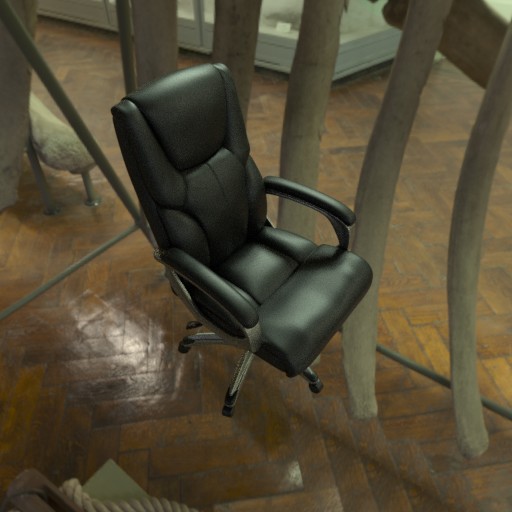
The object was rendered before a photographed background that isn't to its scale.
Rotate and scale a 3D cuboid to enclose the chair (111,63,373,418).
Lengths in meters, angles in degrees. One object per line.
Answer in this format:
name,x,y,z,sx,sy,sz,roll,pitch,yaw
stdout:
chair,0.000,0.000,1.602,0.739,1.155,0.663,27,48,27
